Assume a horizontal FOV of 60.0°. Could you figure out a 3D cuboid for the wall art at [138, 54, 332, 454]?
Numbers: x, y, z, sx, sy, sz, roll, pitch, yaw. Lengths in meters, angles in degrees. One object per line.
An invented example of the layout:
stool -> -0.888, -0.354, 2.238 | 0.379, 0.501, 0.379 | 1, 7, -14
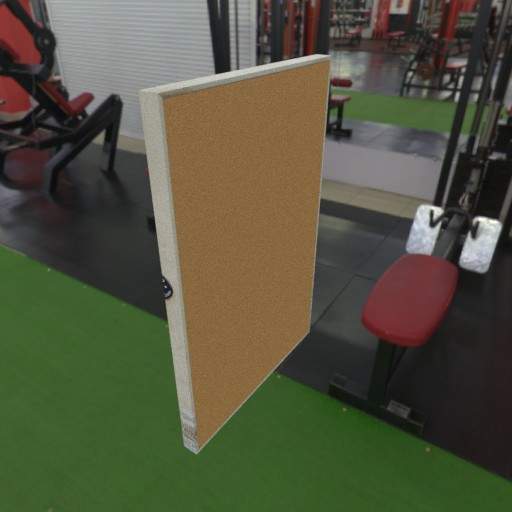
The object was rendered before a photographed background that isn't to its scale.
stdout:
wall art -> 0.000, 0.000, 0.974 | 0.038, 0.764, 0.508 | 20, 36, 30
